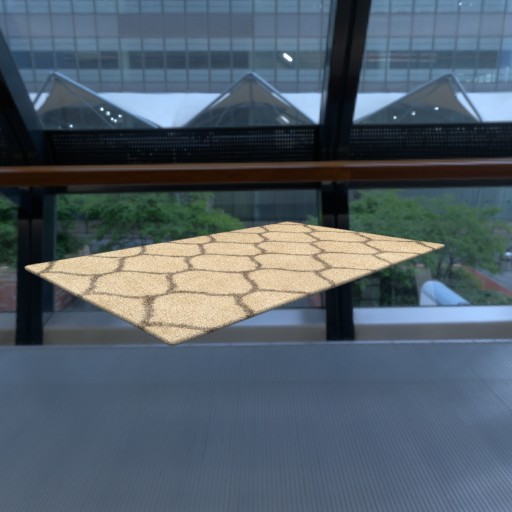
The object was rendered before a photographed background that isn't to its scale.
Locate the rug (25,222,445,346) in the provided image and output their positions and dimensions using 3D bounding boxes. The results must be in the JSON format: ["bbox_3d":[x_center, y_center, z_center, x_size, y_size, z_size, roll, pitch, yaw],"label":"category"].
[{"bbox_3d":[0.000,0.000,2.886,1.501,0.024,2.348,13,19,43],"label":"rug"}]
